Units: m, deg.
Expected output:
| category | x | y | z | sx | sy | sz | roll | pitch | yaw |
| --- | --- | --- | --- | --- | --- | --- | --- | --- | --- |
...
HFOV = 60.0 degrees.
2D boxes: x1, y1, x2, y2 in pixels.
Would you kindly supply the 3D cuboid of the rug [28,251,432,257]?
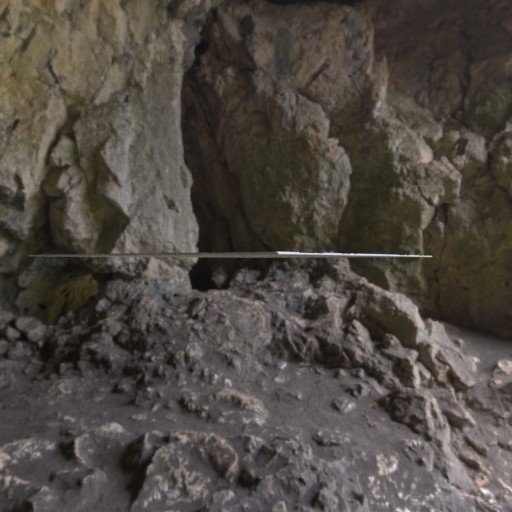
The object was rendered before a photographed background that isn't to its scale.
| category | x | y | z | sx | sy | sz | roll | pitch | yaw |
| --- | --- | --- | --- | --- | --- | --- | --- | --- | --- |
| rug | 0.000 | 0.000 | 4.131 | 2.423 | 0.014 | 3.040 | 0 | -1 | 35 |
